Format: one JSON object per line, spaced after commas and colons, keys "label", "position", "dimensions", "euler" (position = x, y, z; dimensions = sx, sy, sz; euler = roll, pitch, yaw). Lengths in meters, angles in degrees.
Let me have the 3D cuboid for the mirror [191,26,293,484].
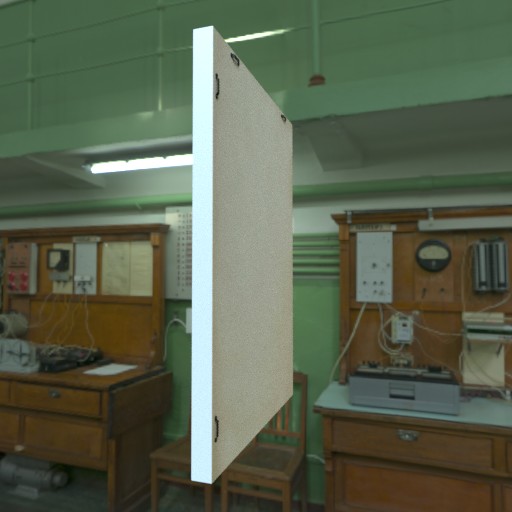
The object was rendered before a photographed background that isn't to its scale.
{"label": "mirror", "position": [0.000, 0.000, 0.931], "dimensions": [0.040, 0.710, 0.507], "euler": [-1, -2, 19]}
